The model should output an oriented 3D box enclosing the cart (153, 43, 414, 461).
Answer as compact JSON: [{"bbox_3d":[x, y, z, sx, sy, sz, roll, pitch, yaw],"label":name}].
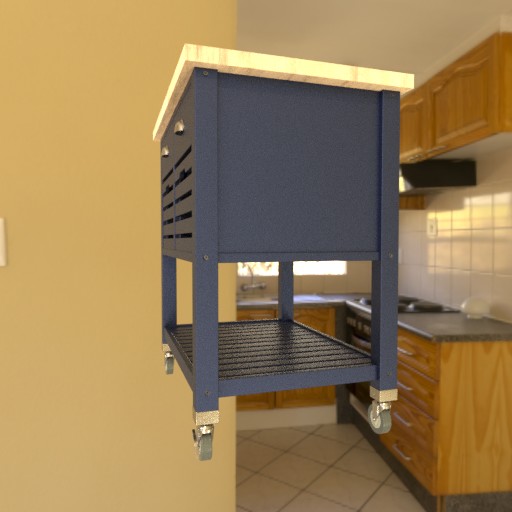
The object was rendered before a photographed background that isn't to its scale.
[{"bbox_3d":[0.000,0.000,1.406,0.567,0.920,0.797,-1,2,-18],"label":"cart"}]
